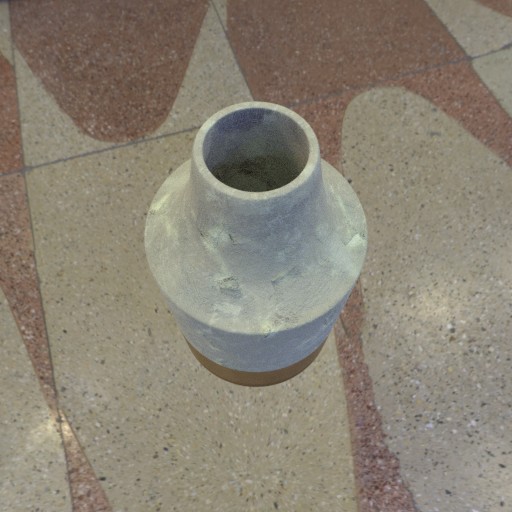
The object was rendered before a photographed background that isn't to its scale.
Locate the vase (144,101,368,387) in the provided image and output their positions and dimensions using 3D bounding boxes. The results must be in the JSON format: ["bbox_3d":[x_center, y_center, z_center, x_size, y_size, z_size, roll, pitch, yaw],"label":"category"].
[{"bbox_3d":[0.000,0.000,0.413,0.184,0.305,0.184,0,63,0],"label":"vase"}]
